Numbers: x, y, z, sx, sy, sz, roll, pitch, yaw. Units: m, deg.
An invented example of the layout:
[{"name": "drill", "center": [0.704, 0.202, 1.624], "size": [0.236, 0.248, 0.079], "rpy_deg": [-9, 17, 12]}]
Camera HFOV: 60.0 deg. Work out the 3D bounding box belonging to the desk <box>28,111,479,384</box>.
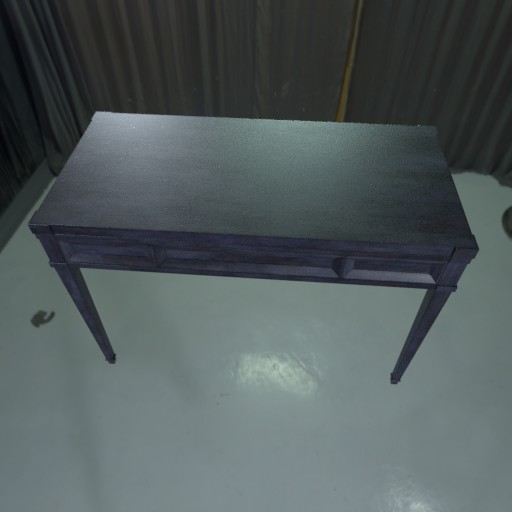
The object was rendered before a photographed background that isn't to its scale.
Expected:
[{"name": "desk", "center": [0.000, 0.000, 1.788], "size": [1.289, 0.861, 0.630], "rpy_deg": [3, 48, 3]}]
